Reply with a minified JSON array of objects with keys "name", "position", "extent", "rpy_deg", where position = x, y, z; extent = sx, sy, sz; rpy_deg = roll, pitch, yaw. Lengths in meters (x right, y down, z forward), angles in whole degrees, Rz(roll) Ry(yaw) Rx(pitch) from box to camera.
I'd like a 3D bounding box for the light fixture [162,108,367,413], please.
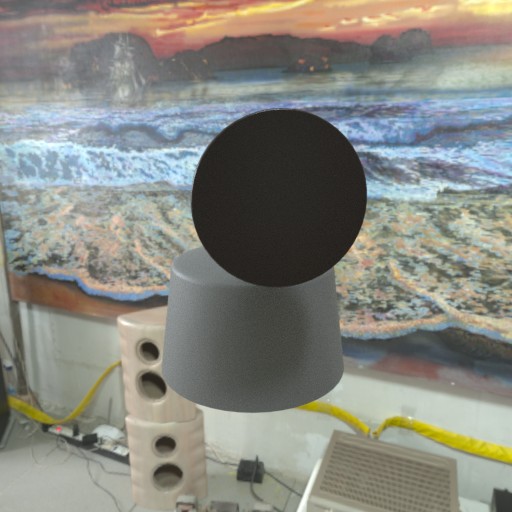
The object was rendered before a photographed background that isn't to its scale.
[{"name":"light fixture","position":[0.000,0.000,0.448],"extent":[0.204,0.268,0.254],"rpy_deg":[-2,15,-8]}]
